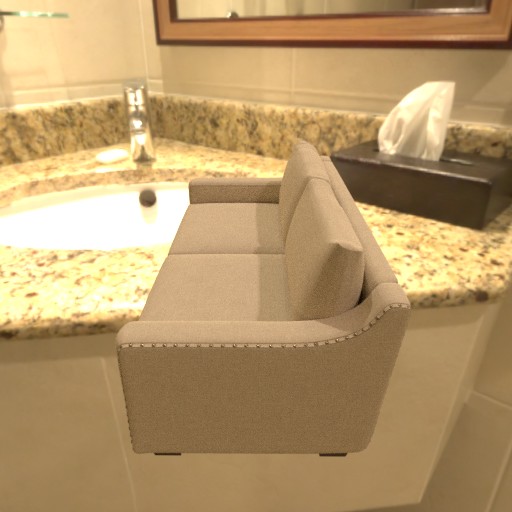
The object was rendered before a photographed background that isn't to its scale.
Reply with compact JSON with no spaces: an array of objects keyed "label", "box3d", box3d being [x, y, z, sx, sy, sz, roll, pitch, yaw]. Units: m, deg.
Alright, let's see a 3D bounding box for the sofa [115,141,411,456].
[{"label":"sofa","box3d":[0.000,0.000,2.621,1.104,0.983,2.107,0,27,0]}]
